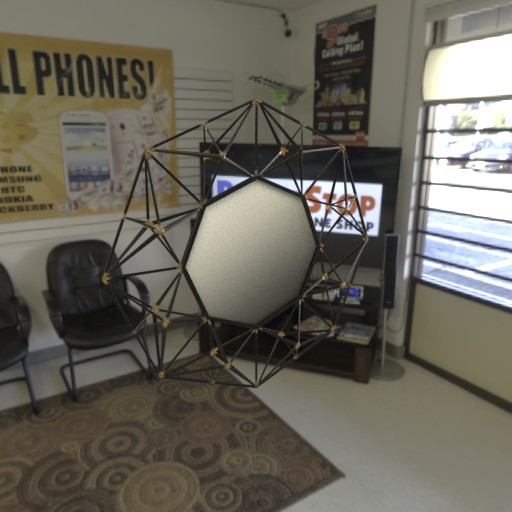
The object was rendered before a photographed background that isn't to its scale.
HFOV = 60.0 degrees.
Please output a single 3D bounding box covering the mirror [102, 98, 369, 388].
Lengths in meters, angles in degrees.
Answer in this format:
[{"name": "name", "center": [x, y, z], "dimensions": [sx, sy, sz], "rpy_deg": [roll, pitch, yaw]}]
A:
[{"name": "mirror", "center": [0.000, 0.000, 1.056], "dimensions": [0.710, 0.710, 0.094], "rpy_deg": [-9, 18, -28]}]
